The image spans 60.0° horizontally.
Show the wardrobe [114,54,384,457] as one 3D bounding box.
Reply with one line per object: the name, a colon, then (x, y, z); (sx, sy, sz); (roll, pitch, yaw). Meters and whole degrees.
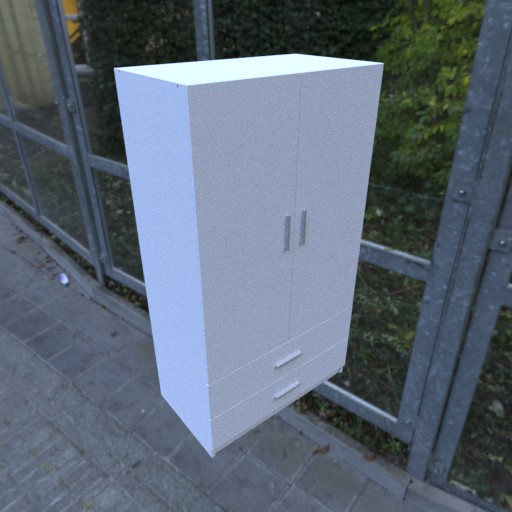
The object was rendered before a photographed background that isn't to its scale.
wardrobe: (0.000, 0.000, 2.279); (0.991, 1.808, 0.577); (-21, 36, -33)
